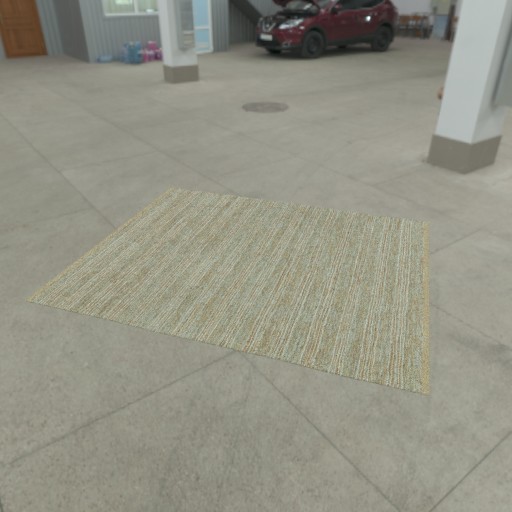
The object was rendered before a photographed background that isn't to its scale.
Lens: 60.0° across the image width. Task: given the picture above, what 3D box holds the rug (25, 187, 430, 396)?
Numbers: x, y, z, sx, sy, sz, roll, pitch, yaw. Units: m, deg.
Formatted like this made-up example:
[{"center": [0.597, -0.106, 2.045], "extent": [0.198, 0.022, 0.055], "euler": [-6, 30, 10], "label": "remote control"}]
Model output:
[{"center": [0.000, 0.000, 4.093], "extent": [3.034, 0.012, 2.471], "euler": [10, 32, 16], "label": "rug"}]
